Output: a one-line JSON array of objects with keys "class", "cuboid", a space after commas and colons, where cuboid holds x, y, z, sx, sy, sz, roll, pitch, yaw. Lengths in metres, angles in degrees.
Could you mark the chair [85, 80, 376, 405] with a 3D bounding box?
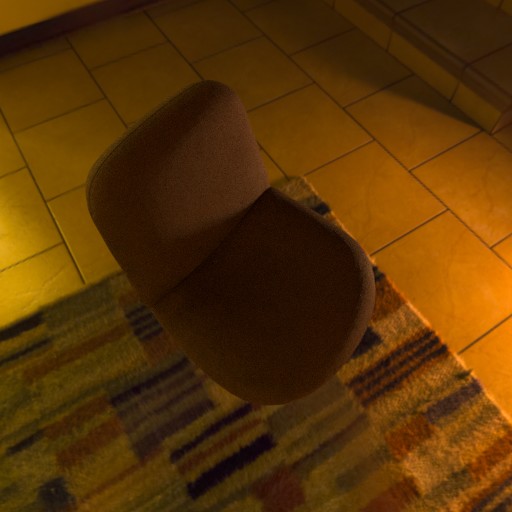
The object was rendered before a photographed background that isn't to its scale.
[{"class": "chair", "cuboid": [0.000, 0.000, 1.037, 0.597, 0.594, 0.521, 34, 65, 18]}]
